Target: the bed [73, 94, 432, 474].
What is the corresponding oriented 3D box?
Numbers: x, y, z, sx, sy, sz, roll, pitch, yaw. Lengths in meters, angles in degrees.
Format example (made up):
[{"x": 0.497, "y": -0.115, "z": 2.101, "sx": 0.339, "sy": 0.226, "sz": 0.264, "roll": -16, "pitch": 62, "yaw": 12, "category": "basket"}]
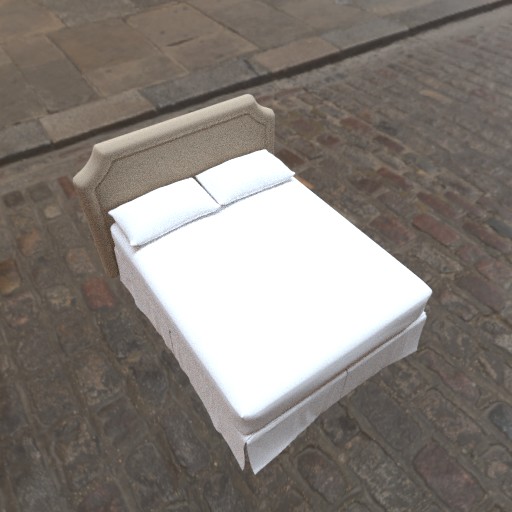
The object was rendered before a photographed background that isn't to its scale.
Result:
[{"x": 0.000, "y": 0.000, "z": 3.336, "sx": 1.828, "sy": 1.301, "sz": 2.204, "roll": -27, "pitch": 53, "yaw": -23, "category": "bed"}]
